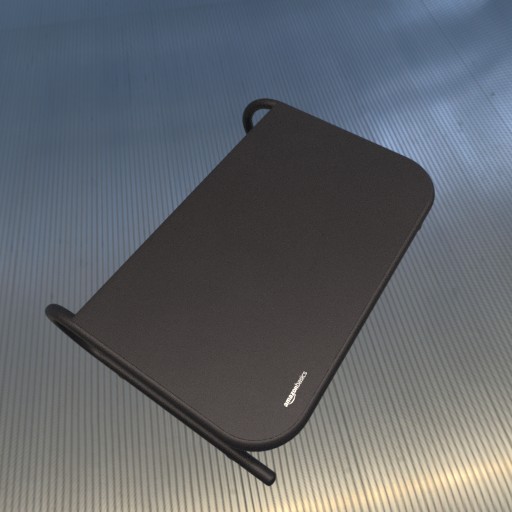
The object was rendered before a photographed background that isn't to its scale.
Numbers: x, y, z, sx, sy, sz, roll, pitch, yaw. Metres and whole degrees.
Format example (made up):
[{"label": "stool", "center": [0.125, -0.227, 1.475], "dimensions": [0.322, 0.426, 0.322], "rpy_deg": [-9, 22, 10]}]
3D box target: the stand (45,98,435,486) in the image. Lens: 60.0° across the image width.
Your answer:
[{"label": "stand", "center": [0.000, 0.000, 0.503], "dimensions": [0.280, 0.108, 0.370], "rpy_deg": [30, 63, 17]}]
